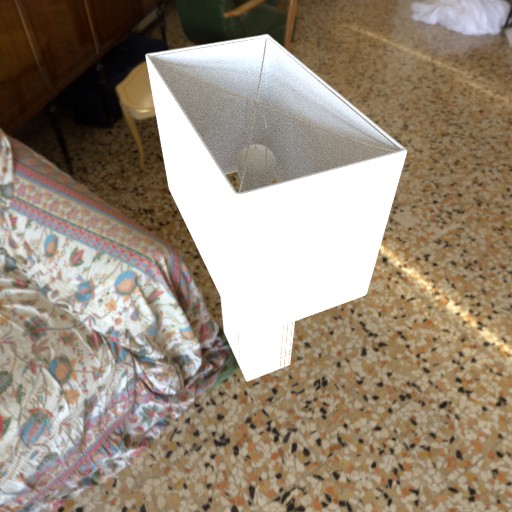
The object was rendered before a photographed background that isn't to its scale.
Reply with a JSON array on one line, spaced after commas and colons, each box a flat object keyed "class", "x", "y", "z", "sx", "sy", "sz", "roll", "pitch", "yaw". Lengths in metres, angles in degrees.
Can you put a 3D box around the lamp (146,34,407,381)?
[{"class": "lamp", "x": 0.000, "y": 0.000, "z": 0.711, "sx": 0.182, "sy": 0.543, "sz": 0.334, "roll": -17, "pitch": 49, "yaw": -16}]
